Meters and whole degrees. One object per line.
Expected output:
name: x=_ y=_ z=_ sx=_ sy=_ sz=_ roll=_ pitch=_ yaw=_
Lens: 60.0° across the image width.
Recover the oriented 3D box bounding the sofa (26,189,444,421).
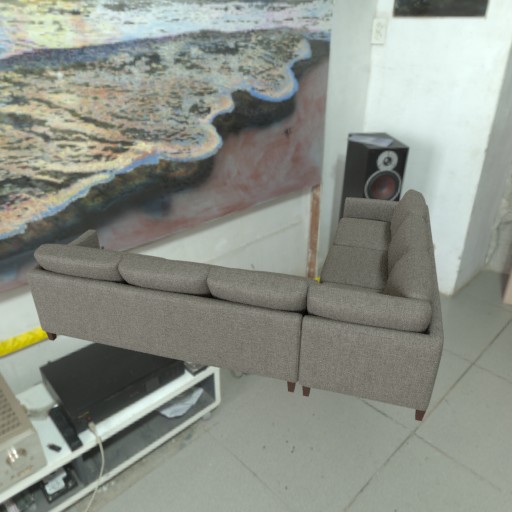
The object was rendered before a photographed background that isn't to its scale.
sofa: x=0.000 y=0.000 z=4.430 sx=3.302 sy=0.947 sz=2.593 roll=8 pitch=29 yaw=15
